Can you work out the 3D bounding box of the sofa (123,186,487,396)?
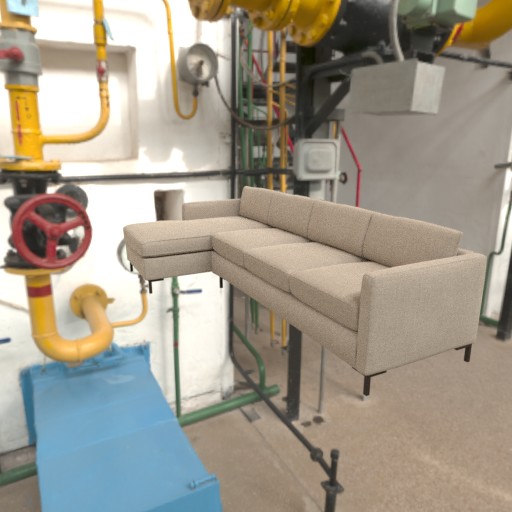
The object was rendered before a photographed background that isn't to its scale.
[{"bbox_3d":[0.000,0.000,3.444,1.469,0.816,2.923,-8,17,-27],"label":"sofa"}]
